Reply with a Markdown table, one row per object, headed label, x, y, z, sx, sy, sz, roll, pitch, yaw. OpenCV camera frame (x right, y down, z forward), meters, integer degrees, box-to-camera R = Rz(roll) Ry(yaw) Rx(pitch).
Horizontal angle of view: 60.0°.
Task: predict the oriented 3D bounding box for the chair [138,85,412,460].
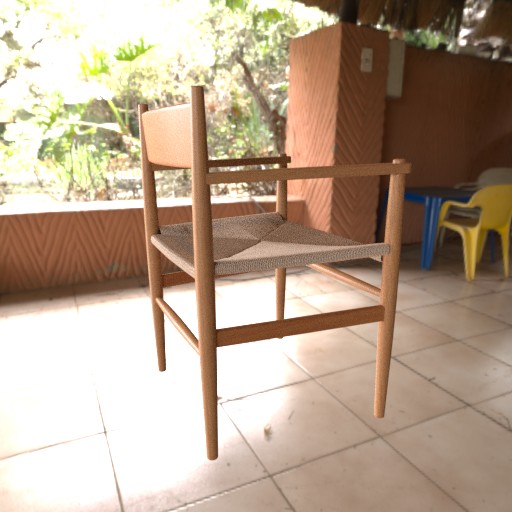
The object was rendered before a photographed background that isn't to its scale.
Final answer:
| label | x | y | z | sx | sy | sz | roll | pitch | yaw |
| --- | --- | --- | --- | --- | --- | --- | --- | --- | --- |
| chair | 0.000 | 0.000 | 1.149 | 0.495 | 0.762 | 0.556 | -7 | 16 | -25 |
